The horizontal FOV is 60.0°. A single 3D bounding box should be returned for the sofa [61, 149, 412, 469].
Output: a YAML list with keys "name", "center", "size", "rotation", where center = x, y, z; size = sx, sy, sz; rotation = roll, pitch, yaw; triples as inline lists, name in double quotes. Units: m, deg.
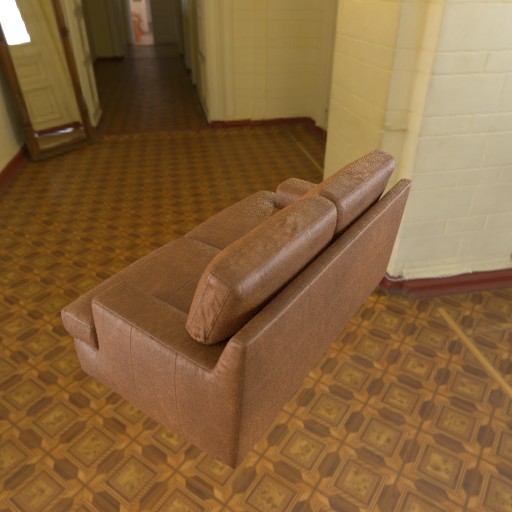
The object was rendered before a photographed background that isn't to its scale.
- name: "sofa"
  center: [0.000, 0.000, 2.525]
  size: [1.144, 0.966, 1.880]
  rotation: [19, 36, 29]
